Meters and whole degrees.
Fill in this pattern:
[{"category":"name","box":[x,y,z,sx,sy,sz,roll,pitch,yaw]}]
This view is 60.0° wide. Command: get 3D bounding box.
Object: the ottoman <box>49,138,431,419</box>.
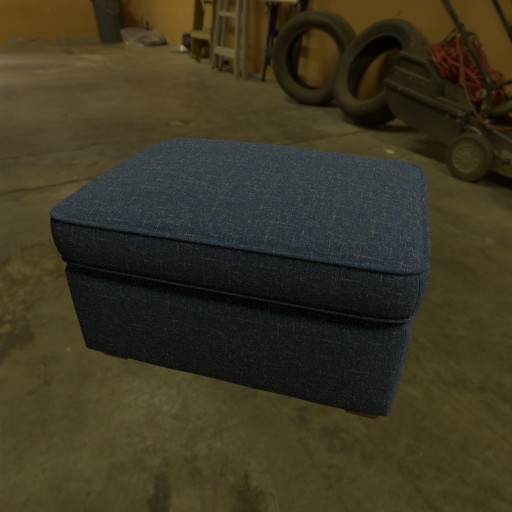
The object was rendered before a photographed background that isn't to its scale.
[{"category":"ottoman","box":[0.000,0.000,1.093,0.749,0.450,0.549,9,33,14]}]
